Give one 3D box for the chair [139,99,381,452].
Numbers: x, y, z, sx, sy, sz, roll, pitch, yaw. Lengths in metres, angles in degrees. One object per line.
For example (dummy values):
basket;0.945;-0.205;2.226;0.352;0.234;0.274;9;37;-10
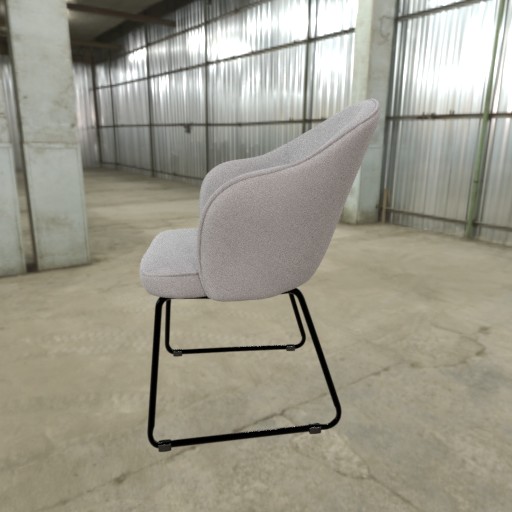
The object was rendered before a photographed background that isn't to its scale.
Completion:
chair;0.000;0.000;1.217;0.592;0.817;0.570;-2;15;-7
